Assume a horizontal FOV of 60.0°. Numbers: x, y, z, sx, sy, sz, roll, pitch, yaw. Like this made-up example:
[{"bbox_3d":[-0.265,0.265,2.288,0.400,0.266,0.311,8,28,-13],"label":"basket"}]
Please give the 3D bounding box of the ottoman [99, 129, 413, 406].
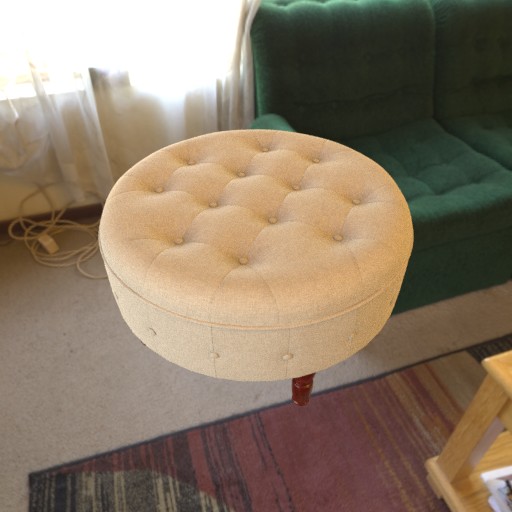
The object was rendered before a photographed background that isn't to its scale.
[{"bbox_3d":[0.000,0.000,1.343,0.849,0.478,0.849,0,40,0],"label":"ottoman"}]
